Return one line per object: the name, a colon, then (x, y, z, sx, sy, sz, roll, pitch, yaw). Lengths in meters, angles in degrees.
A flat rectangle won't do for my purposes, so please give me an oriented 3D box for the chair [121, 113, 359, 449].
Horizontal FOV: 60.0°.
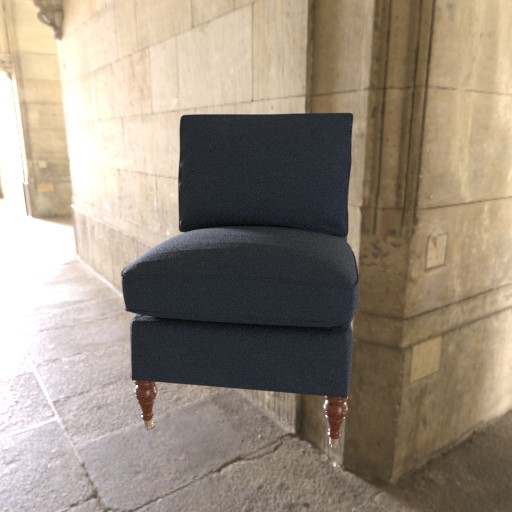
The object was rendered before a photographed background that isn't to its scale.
chair: (0.000, 0.000, 1.676, 0.724, 1.052, 0.912, 2, 15, 8)
